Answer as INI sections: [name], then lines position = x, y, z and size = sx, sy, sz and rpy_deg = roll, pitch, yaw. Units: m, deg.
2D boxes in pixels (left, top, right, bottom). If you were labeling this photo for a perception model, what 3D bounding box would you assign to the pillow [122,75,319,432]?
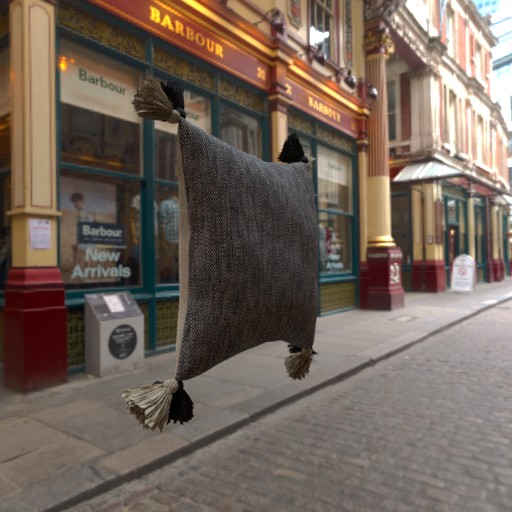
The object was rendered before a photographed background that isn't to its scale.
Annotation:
[pillow]
position = 0.000, 0.000, 0.981
size = 0.170, 0.659, 0.654
rpy_deg = -1, -1, 36
